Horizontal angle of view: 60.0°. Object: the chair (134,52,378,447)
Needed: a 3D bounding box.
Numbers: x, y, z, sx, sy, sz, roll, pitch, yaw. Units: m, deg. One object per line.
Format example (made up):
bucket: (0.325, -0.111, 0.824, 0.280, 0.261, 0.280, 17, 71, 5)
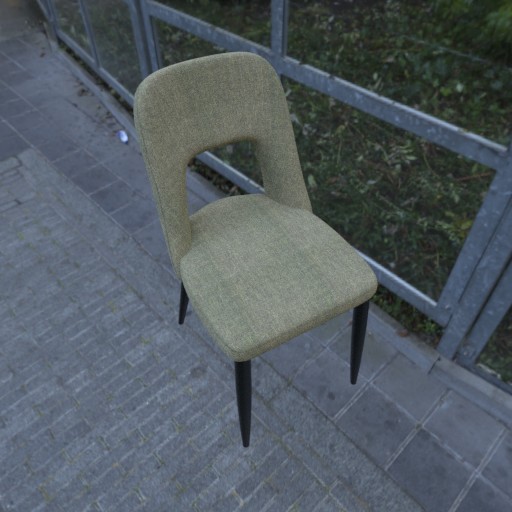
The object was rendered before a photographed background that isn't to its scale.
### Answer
chair: (0.000, 0.000, 1.278, 0.470, 0.931, 0.612, -23, 50, -20)
